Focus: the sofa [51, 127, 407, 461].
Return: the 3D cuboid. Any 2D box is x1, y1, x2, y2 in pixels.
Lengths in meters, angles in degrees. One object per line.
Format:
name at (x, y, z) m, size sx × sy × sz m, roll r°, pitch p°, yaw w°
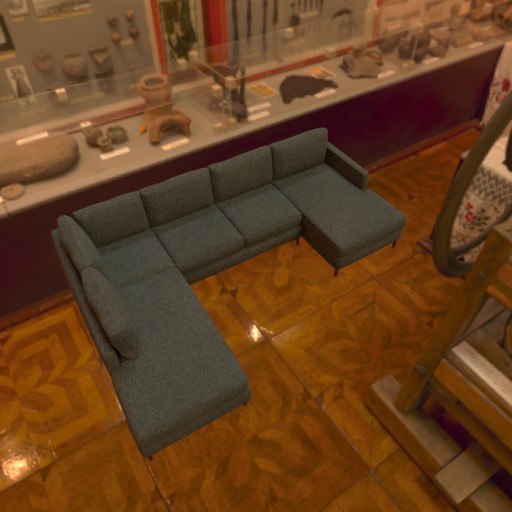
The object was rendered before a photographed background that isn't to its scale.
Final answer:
sofa at (0.000, 0.000, 3.851) m, size 2.956 × 0.813 × 2.007 m, roll -24°, pitch 51°, yaw -21°
